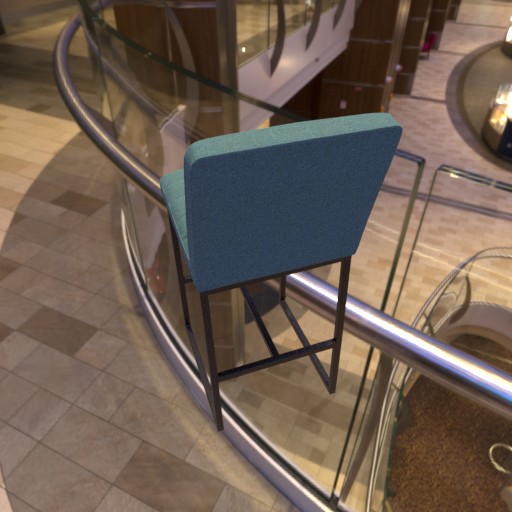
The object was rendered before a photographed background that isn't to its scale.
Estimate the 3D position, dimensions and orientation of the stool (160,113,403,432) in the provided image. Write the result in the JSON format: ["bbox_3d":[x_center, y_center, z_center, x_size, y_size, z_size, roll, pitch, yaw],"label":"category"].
[{"bbox_3d":[0.000,0.000,1.369,0.460,1.040,0.560,-13,41,-15],"label":"stool"}]
